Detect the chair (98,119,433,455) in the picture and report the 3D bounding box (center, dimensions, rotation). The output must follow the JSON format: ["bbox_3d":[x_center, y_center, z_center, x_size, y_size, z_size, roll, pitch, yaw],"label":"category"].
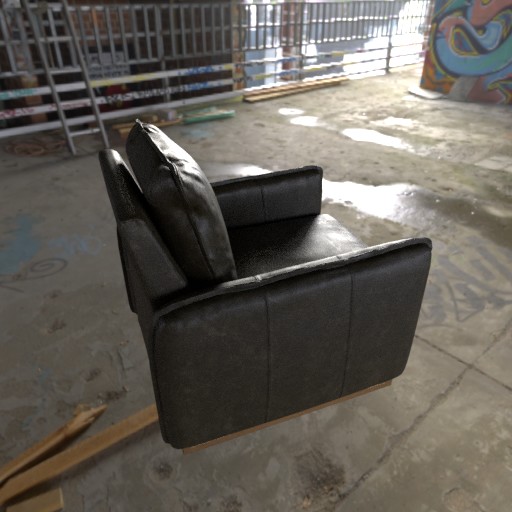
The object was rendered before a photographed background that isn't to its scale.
[{"bbox_3d":[0.000,0.000,1.584,0.921,0.921,0.830,-12,33,-18],"label":"chair"}]
